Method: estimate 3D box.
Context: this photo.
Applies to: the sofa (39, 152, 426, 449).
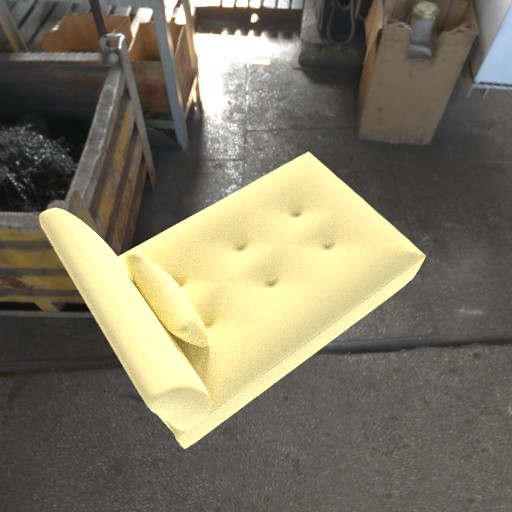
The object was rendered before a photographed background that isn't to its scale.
[{"bbox_3d":[0.000,0.000,2.052,1.450,0.820,0.930,-32,63,-19],"label":"sofa"}]
